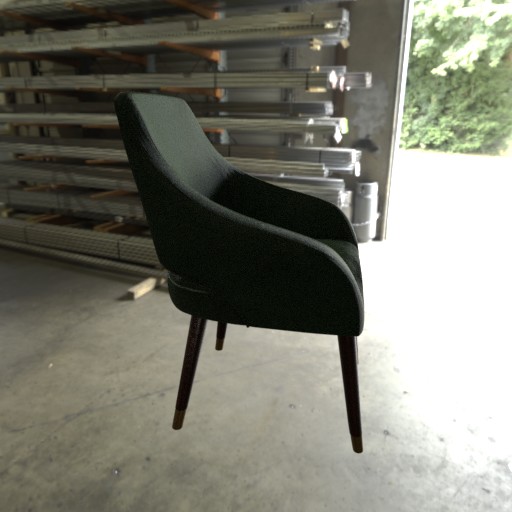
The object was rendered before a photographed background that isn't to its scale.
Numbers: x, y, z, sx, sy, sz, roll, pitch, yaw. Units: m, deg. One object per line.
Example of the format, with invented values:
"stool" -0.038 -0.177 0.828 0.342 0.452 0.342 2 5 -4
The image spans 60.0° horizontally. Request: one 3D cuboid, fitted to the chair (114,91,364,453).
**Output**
"chair" 0.000 0.000 1.554 0.794 1.081 0.683 3 18 10
